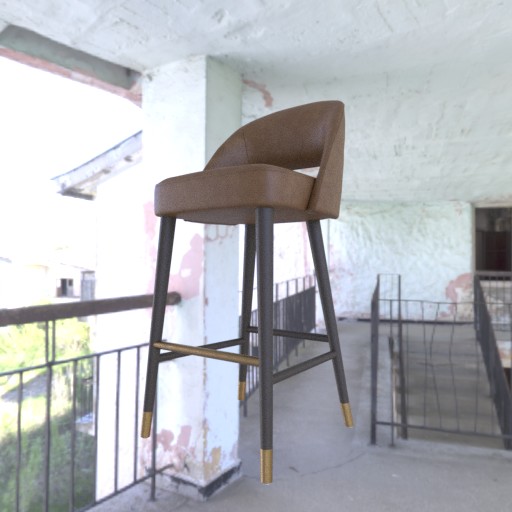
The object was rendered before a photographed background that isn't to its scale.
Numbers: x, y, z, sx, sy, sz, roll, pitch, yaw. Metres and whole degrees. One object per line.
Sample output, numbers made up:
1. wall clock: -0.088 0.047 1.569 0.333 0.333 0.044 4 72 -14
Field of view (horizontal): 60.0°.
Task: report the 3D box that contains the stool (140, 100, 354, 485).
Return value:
1. stool: 0.000 0.000 1.332 0.494 1.037 0.509 0 -1 37
